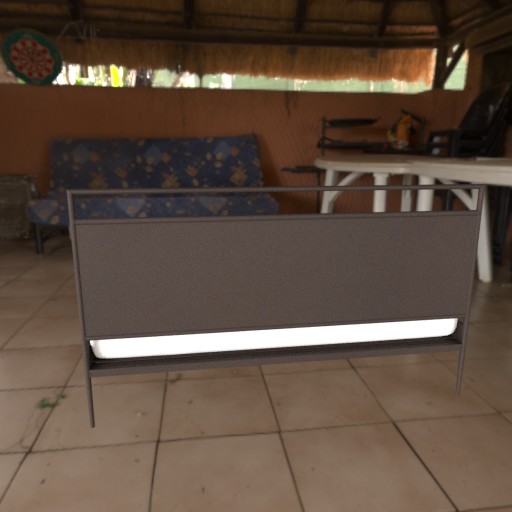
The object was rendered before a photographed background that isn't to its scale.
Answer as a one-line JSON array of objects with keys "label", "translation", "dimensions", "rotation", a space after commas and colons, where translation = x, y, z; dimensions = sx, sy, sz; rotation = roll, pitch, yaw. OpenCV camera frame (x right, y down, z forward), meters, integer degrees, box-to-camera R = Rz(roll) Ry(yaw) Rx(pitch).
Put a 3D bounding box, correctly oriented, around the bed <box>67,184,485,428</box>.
[{"label": "bed", "translation": [0.000, 0.000, 3.232], "dimensions": [1.993, 1.173, 2.151], "rotation": [-2, 14, -8]}]
